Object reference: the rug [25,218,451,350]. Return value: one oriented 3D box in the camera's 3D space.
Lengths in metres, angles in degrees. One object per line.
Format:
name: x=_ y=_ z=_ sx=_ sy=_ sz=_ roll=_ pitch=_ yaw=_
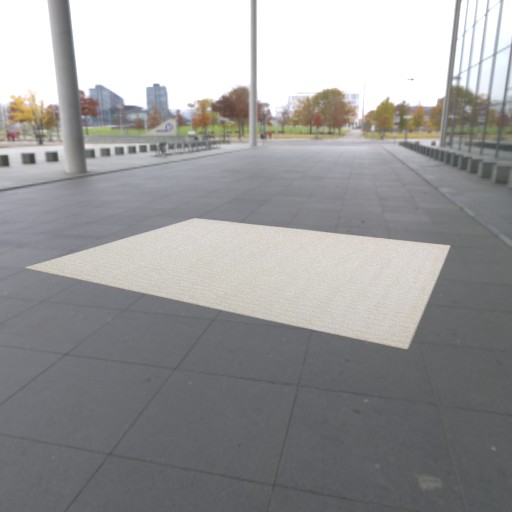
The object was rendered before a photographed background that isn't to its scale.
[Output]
rug: x=0.000 y=0.000 z=4.008 sx=3.055 sy=0.021 sz=2.410 roll=8 pitch=18 yaw=27
